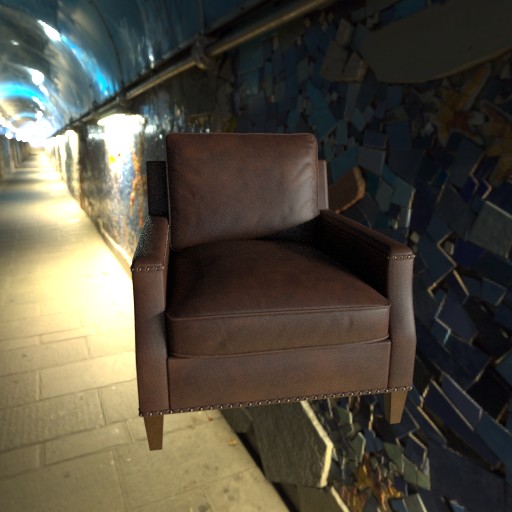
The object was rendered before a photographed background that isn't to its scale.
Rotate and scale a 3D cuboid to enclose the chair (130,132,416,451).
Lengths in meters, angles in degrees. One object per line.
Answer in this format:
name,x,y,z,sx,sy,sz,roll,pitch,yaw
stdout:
chair,0.000,0.000,1.703,0.853,0.929,1.014,-2,15,-10
